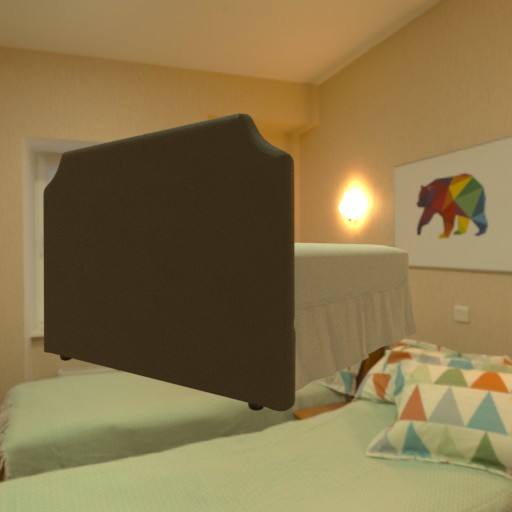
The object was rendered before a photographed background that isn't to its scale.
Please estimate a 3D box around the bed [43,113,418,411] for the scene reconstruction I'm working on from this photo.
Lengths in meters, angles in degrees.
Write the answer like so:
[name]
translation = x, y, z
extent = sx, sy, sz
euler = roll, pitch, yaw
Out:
[bed]
translation = 0.000, 0.000, 3.189
extent = 1.831, 1.297, 2.181
euler = 1, 1, 35
